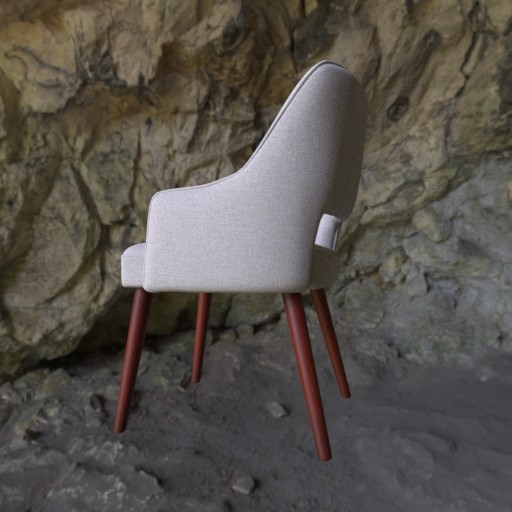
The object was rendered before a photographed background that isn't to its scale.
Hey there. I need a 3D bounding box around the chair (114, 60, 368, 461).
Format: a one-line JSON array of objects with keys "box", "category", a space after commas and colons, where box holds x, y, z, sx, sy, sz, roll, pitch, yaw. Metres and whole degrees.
[{"box": [0.000, 0.000, 1.183, 0.580, 0.840, 0.560, 0, 0, 17], "category": "chair"}]
